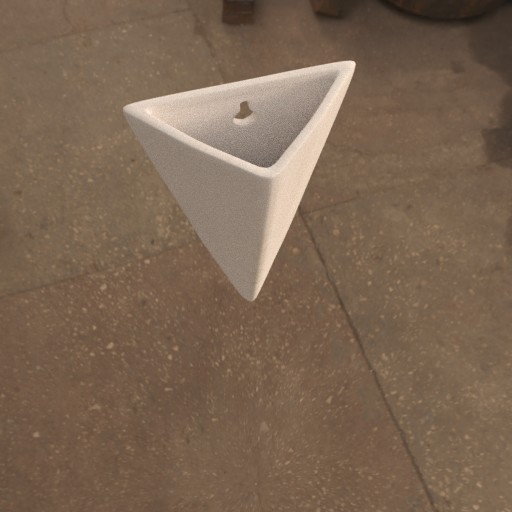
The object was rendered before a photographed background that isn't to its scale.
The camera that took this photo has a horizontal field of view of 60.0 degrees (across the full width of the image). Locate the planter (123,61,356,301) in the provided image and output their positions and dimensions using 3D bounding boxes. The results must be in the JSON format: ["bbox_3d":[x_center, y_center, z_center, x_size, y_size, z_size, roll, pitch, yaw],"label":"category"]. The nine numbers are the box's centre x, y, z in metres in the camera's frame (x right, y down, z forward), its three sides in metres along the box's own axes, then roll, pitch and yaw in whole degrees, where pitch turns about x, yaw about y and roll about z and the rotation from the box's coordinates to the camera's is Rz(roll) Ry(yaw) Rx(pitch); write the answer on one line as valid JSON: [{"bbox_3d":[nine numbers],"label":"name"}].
[{"bbox_3d":[0.000,0.000,0.399,0.143,0.338,0.065,-14,64,-7],"label":"planter"}]
